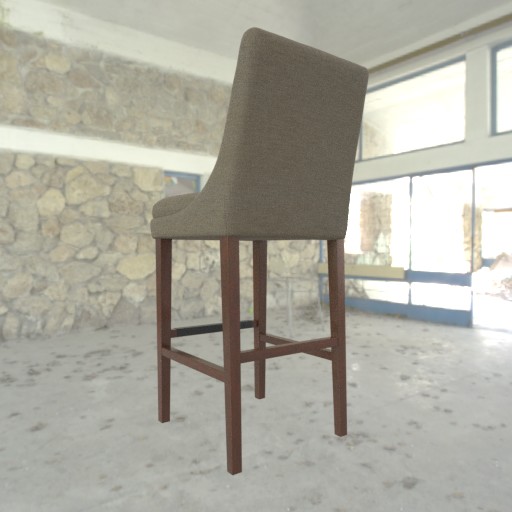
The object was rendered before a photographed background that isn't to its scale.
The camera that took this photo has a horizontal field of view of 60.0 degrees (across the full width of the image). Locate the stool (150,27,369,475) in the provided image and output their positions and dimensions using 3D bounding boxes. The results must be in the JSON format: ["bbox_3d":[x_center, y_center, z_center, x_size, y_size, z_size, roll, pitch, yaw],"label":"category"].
[{"bbox_3d":[0.000,0.000,1.358,0.470,1.078,0.577,0,1,-36],"label":"stool"}]
